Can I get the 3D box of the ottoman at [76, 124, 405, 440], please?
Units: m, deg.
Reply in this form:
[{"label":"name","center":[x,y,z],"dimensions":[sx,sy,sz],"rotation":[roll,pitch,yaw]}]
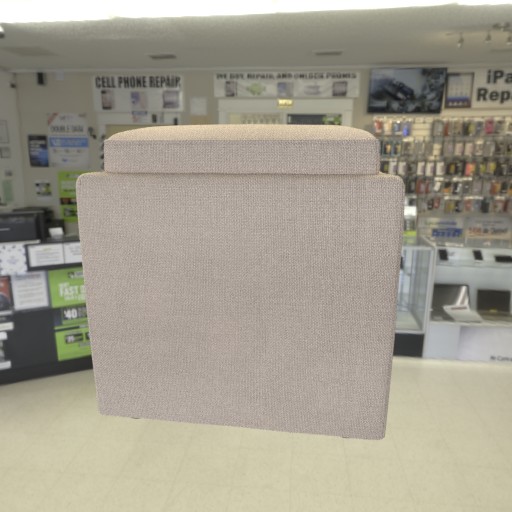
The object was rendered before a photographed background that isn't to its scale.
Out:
[{"label":"ottoman","center":[0.000,0.000,0.818],"dimensions":[0.450,0.460,0.451],"rotation":[2,13,8]}]
